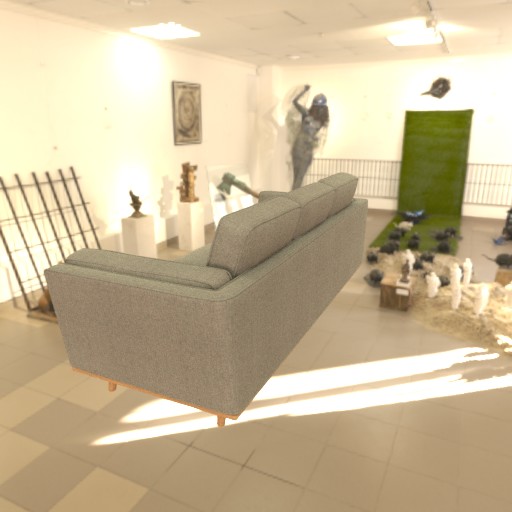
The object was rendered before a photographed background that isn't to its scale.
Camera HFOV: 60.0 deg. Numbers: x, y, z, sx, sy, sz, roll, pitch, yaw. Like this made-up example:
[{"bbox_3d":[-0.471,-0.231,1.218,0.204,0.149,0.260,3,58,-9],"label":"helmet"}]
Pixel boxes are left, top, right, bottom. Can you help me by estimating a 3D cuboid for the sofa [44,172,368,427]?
[{"bbox_3d":[0.000,0.000,2.752,0.903,0.899,2.362,8,18,24],"label":"sofa"}]
